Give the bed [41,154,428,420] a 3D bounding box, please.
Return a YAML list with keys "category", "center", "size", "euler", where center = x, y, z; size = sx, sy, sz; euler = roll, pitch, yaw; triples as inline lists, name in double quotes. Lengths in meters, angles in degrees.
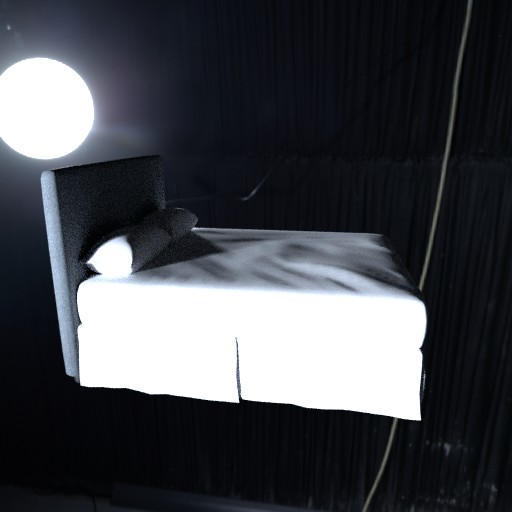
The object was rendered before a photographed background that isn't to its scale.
- category: "bed"
  center: [0.000, 0.000, 3.169]
  size: [2.142, 1.330, 1.713]
  euler: [2, 16, 8]
